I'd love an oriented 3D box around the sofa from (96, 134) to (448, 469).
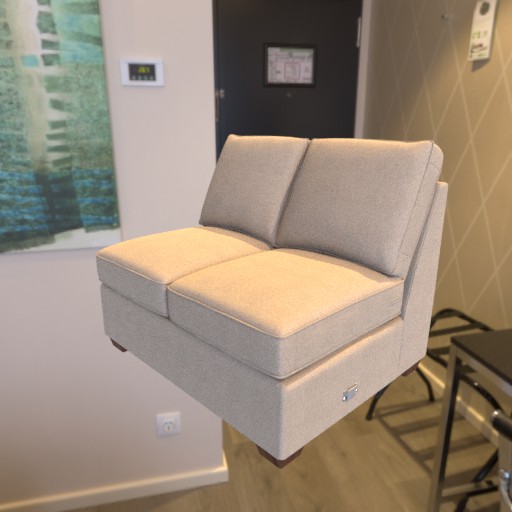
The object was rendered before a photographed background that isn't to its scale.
[{"bbox_3d":[0.000,0.000,1.965,0.978,1.006,1.232,-16,23,-41],"label":"sofa"}]
